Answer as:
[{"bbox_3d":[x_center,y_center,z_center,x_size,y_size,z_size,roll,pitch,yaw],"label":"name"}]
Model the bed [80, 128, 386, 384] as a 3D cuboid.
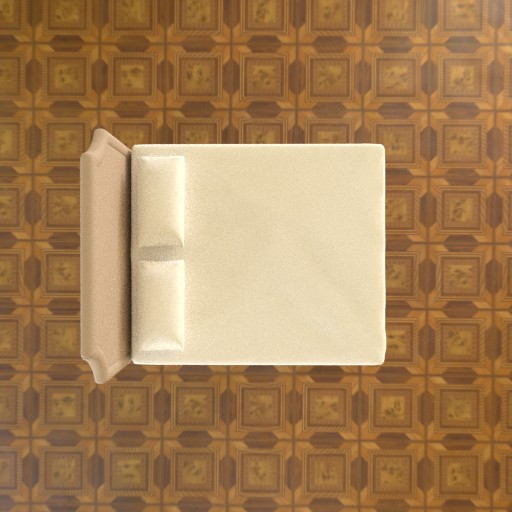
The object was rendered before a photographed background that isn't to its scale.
[{"bbox_3d":[0.000,0.000,4.282,2.773,1.590,2.350,0,90,1],"label":"bed"}]
